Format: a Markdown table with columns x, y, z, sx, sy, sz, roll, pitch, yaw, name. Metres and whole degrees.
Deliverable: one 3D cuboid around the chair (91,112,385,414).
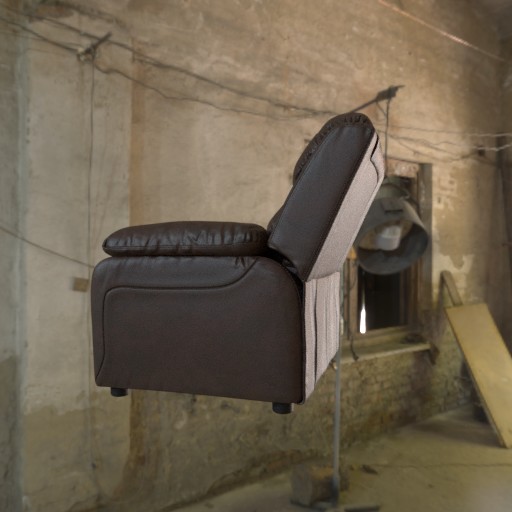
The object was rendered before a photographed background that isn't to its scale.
| x | y | z | sx | sy | sz | roll | pitch | yaw | name |
| --- | --- | --- | --- | --- | --- | --- | --- | --- | --- |
| 0.000 | 0.000 | 1.286 | 0.707 | 0.702 | 0.680 | 0 | 1 | 18 | chair |
